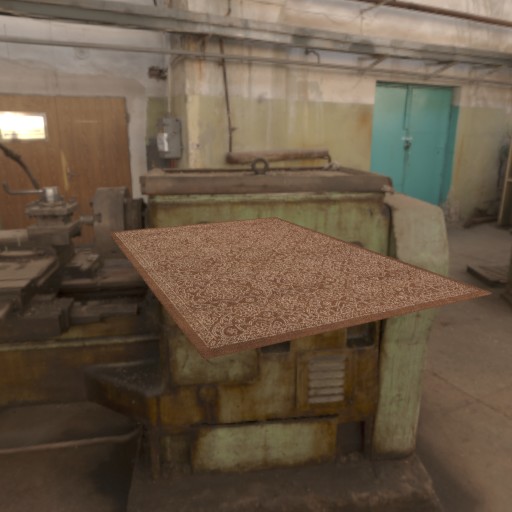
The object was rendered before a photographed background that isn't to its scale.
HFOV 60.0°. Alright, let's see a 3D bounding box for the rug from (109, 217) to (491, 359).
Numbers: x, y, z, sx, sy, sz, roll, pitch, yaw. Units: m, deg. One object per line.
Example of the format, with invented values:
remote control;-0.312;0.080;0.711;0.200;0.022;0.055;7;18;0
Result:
rug;0.000;0.000;2.311;1.219;0.010;1.829;-7;17;-25
